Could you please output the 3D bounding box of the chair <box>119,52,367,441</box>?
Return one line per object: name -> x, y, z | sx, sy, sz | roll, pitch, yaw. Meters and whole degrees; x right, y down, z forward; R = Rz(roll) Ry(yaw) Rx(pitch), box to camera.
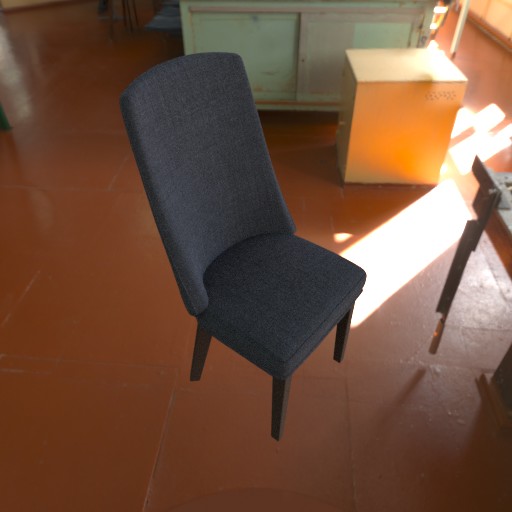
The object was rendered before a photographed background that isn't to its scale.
chair -> 0.000, 0.000, 1.363 | 0.577, 1.050, 0.510 | 27, 48, 28
